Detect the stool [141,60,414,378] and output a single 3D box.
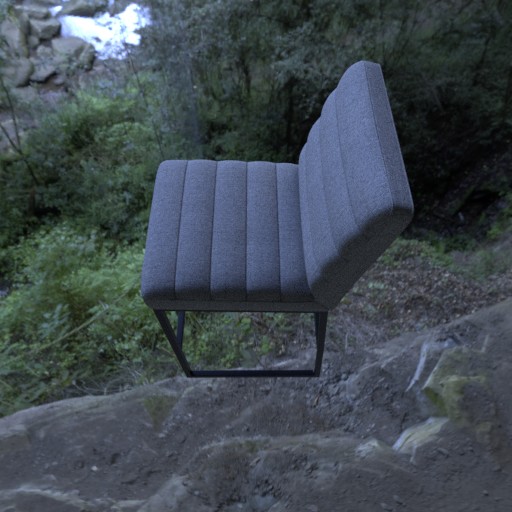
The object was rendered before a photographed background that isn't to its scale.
[{"bbox_3d":[0.000,0.000,1.335,0.571,1.034,0.459,0,59,0],"label":"stool"}]
